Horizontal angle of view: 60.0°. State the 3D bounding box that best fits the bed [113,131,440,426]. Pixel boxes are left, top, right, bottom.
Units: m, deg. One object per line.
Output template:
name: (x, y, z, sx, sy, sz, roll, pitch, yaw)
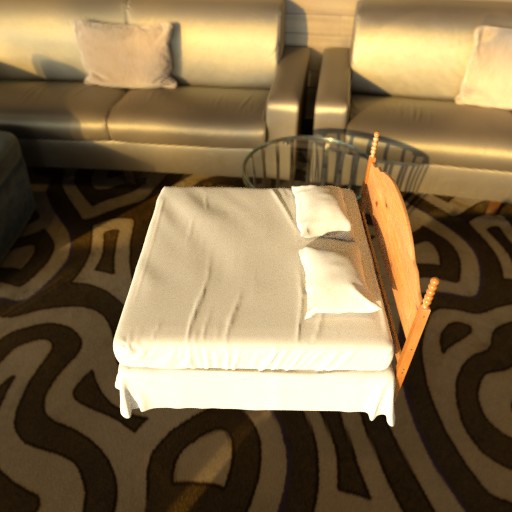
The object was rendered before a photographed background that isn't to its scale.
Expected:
bed: (0.000, 0.000, 3.742, 2.219, 1.355, 2.322, 1, 42, 1)
